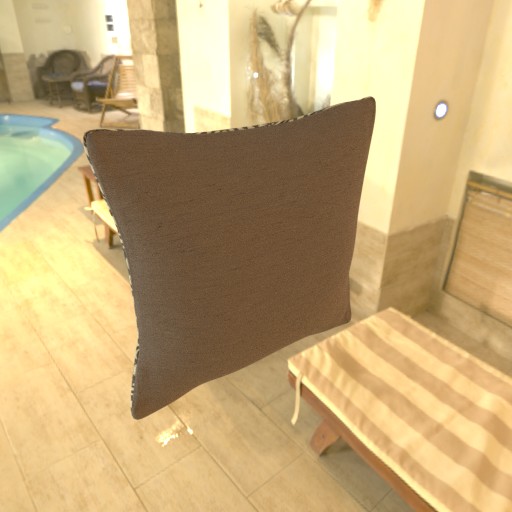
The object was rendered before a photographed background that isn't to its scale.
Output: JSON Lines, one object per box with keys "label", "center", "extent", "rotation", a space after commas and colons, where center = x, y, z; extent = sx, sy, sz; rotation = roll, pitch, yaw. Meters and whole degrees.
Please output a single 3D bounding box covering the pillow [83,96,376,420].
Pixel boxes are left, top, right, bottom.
{"label": "pillow", "center": [0.000, 0.000, 0.656], "extent": [0.436, 0.417, 0.148], "rotation": [-18, 33, -29]}
